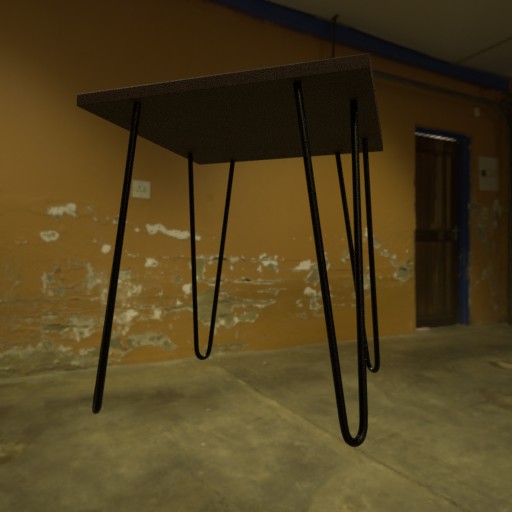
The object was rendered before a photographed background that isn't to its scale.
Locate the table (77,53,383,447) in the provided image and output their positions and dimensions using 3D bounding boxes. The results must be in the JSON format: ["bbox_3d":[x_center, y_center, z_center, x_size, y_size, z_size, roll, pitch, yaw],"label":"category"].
[{"bbox_3d":[0.000,0.000,0.927,0.495,0.559,0.495,0,-1,18],"label":"table"}]
